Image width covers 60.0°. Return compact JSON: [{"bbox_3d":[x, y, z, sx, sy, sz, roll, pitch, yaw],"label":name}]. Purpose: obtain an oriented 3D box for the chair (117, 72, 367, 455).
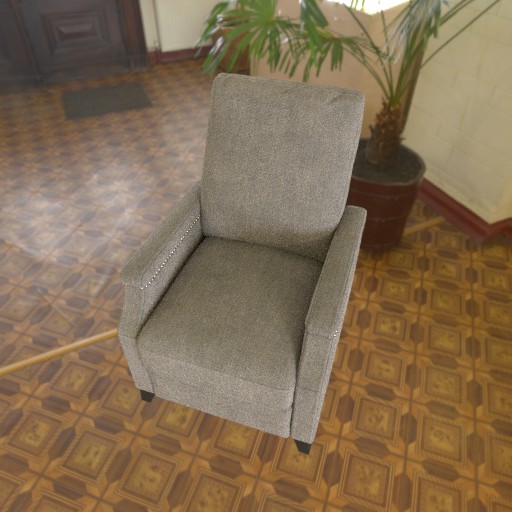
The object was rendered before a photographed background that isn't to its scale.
[{"bbox_3d":[0.000,0.000,1.638,0.710,1.049,0.922,13,44,14],"label":"chair"}]
